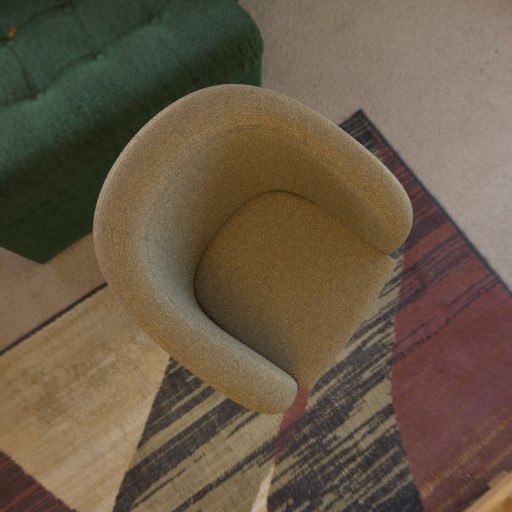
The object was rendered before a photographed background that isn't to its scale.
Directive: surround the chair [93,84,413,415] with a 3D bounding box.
[{"bbox_3d":[0.000,0.000,1.481,0.815,0.771,0.791,36,80,8],"label":"chair"}]
